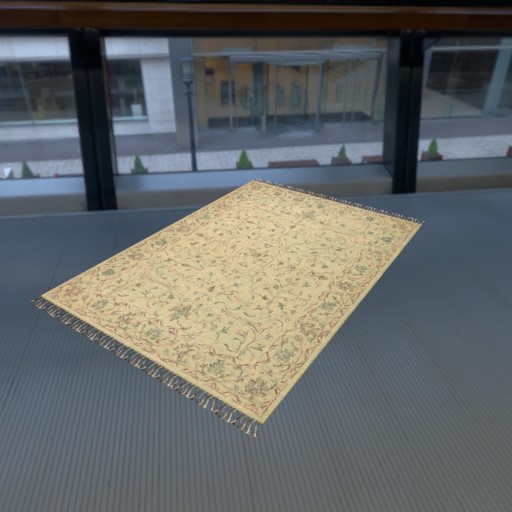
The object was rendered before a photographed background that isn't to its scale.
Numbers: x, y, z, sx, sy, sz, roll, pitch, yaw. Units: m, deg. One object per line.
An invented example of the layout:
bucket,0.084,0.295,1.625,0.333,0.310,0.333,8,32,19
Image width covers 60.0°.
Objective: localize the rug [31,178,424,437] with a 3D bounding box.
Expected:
rug,0.000,0.000,2.316,1.247,0.008,1.802,20,37,29
